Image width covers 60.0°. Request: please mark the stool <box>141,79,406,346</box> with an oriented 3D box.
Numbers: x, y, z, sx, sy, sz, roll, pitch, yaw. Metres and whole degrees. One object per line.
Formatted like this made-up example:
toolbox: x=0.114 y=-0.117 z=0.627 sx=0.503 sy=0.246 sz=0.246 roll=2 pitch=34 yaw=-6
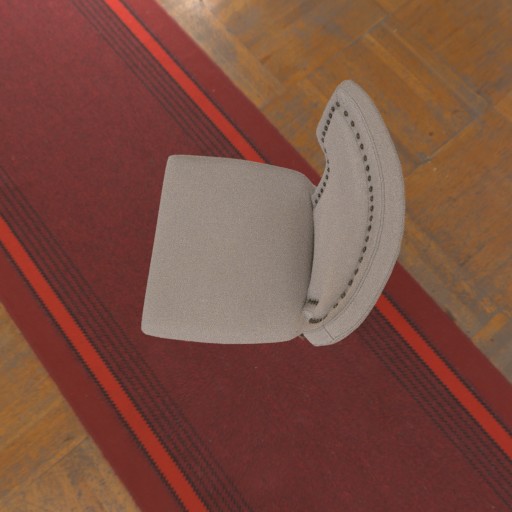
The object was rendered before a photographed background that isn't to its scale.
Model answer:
stool: x=0.000 y=0.000 z=1.295 sx=0.563 sy=0.982 sz=0.527 roll=5 pitch=76 yaw=1
